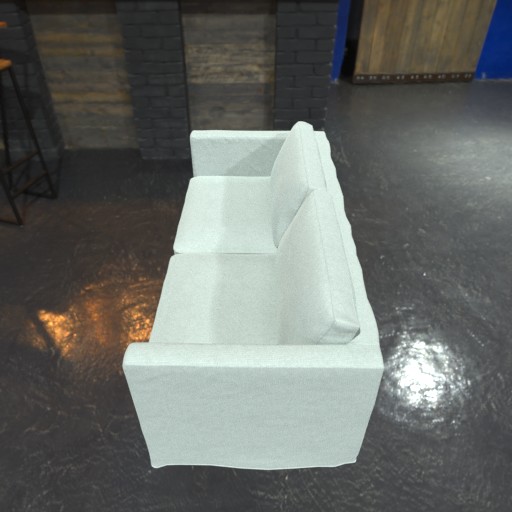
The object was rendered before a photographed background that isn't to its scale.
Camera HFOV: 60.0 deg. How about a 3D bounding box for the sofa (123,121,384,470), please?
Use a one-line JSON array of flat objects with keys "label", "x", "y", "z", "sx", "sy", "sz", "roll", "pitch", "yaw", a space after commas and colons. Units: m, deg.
[{"label": "sofa", "x": 0.000, "y": 0.000, "z": 2.468, "sx": 0.940, "sy": 0.870, "sz": 1.987, "roll": 0, "pitch": 39, "yaw": 1}]
